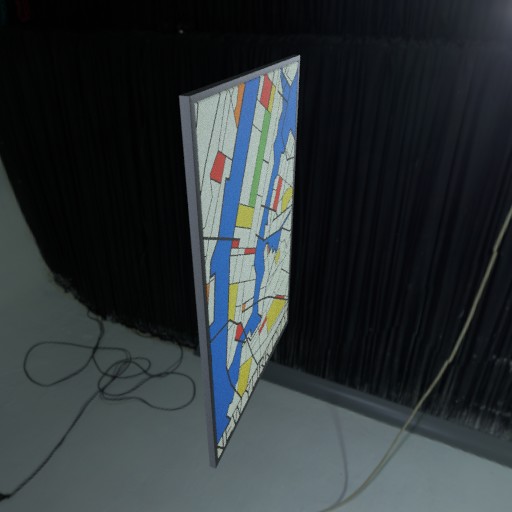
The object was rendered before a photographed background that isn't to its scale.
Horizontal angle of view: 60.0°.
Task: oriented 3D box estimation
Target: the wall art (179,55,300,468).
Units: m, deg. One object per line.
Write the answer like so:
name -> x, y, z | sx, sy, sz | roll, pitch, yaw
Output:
wall art -> 0.000, 0.000, 0.841 | 0.013, 0.657, 0.457 | 11, 32, 18
